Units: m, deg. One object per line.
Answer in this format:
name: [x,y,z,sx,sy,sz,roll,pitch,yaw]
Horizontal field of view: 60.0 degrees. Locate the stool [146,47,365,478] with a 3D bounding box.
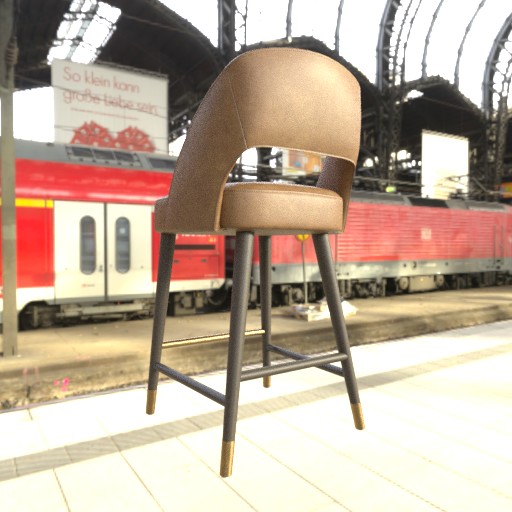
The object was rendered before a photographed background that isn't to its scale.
stool: [0.000,0.000,1.226,0.494,0.940,0.509,-1,2,-35]
